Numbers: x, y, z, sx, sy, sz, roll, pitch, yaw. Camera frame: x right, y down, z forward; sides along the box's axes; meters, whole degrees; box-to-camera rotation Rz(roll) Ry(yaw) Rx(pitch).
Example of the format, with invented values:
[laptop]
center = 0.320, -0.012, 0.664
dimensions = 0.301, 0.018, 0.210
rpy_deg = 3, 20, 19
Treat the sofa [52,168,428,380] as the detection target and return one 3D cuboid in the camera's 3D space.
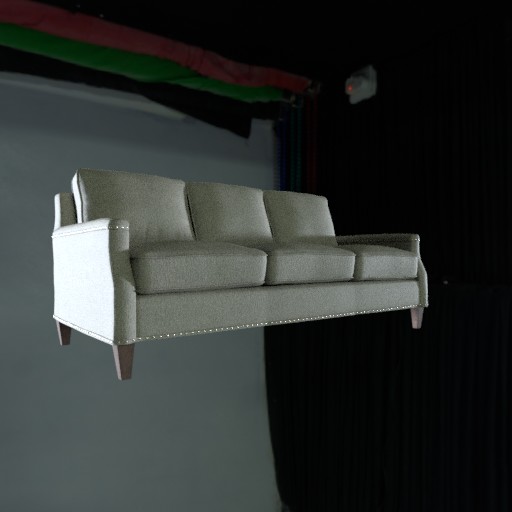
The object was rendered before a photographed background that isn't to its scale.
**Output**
[sofa]
center = 0.000, 0.000, 2.825
dimensions = 2.246, 1.003, 1.084
rpy_deg = 0, 0, -38
